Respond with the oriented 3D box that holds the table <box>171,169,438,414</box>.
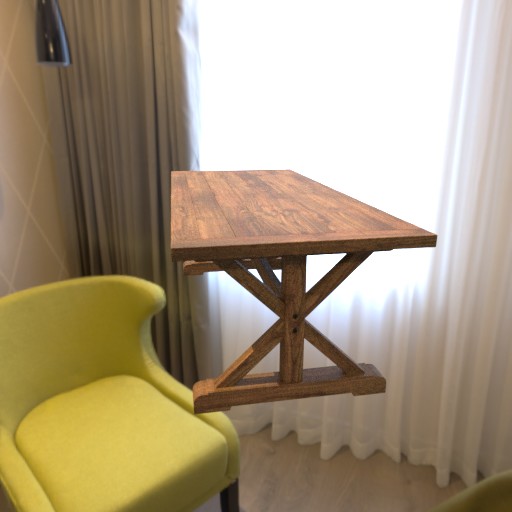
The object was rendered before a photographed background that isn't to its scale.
[{"bbox_3d":[0.000,0.000,2.516,0.907,0.733,2.031,-3,18,-10],"label":"table"}]
